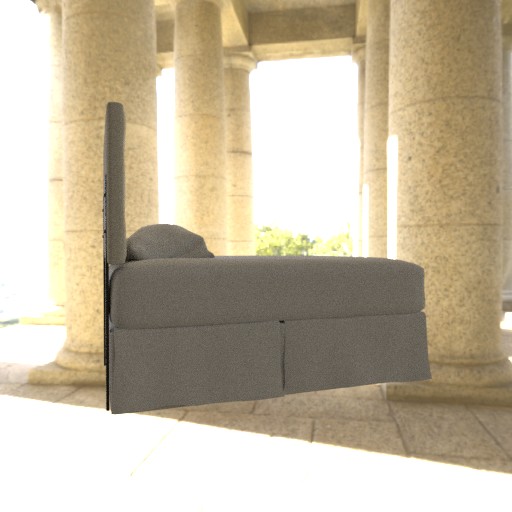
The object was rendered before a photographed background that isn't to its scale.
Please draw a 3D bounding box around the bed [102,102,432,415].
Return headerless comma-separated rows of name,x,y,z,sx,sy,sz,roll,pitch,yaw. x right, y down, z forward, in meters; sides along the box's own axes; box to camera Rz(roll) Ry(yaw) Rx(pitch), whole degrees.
bed,0.000,0.000,3.064,1.997,1.571,1.261,0,1,-20
